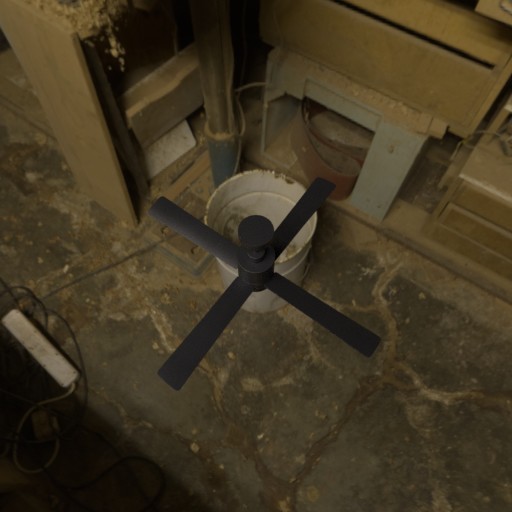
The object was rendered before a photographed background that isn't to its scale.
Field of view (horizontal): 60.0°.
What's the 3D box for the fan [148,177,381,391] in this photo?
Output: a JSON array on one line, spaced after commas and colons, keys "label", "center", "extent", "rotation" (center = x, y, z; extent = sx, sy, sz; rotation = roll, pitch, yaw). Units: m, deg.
[{"label": "fan", "center": [0.000, 0.000, 2.327], "extent": [1.525, 0.534, 1.525], "rotation": [33, 68, 16]}]
